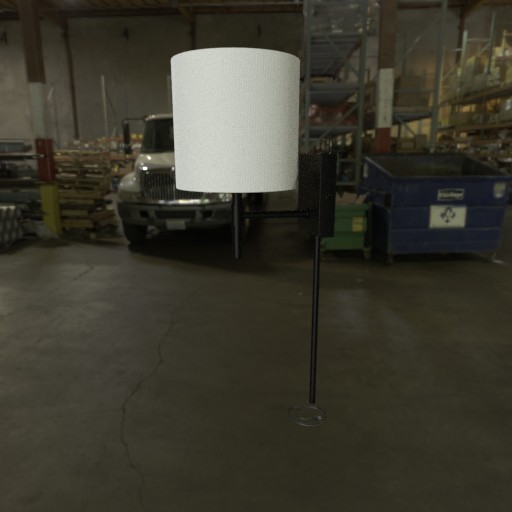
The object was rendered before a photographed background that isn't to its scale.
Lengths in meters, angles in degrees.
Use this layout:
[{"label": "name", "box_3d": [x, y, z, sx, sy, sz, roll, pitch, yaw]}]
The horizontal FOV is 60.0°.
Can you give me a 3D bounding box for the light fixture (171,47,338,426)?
[{"label": "light fixture", "box_3d": [0.000, 0.000, 0.725, 0.248, 0.589, 0.188, -2, 14, -9]}]
